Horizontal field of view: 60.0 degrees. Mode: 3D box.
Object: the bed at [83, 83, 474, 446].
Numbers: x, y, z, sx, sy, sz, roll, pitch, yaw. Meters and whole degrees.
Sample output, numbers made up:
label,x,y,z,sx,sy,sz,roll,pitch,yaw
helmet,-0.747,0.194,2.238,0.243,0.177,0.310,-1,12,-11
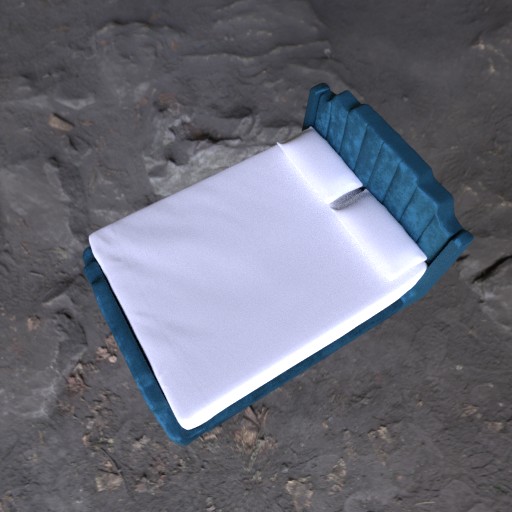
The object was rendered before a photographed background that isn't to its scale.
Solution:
label,x,y,z,sx,sy,sz,roll,pitch,yaw
bed,0.000,0.000,3.331,2.322,1.338,1.678,-28,66,-14
